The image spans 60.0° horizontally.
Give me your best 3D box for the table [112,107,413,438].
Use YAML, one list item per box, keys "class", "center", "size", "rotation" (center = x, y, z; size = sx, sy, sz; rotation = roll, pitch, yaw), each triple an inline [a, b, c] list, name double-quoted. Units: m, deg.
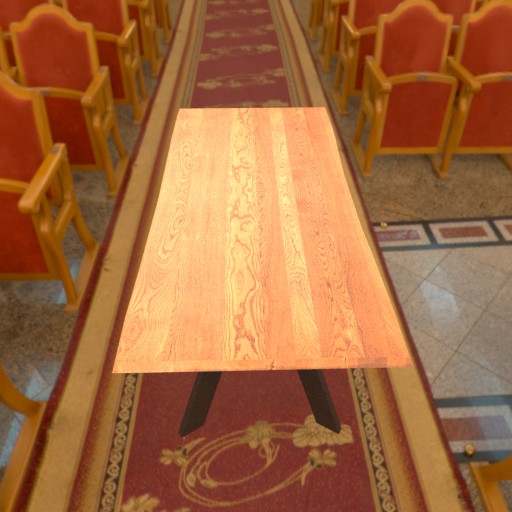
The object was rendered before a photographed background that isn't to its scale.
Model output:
- class: "table"
  center: [0.000, 0.000, 2.220]
  size: [0.900, 0.770, 1.800]
  rotation: [-1, 42, -1]
